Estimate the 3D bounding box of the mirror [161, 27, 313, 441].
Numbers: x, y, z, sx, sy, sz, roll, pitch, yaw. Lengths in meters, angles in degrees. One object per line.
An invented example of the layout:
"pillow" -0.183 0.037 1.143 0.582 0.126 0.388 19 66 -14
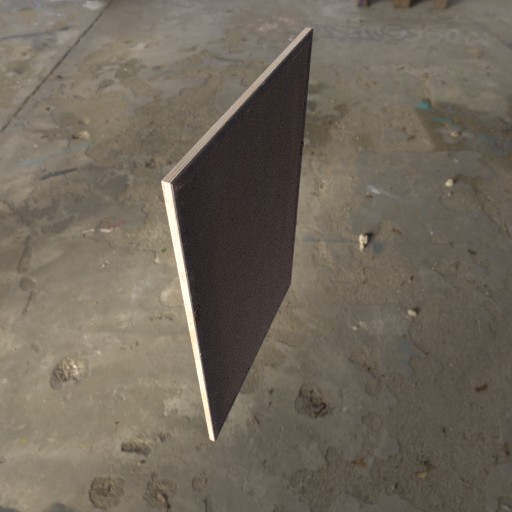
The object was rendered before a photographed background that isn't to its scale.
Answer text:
"mirror" 0.000 0.000 1.258 0.025 0.996 0.705 17 48 16
